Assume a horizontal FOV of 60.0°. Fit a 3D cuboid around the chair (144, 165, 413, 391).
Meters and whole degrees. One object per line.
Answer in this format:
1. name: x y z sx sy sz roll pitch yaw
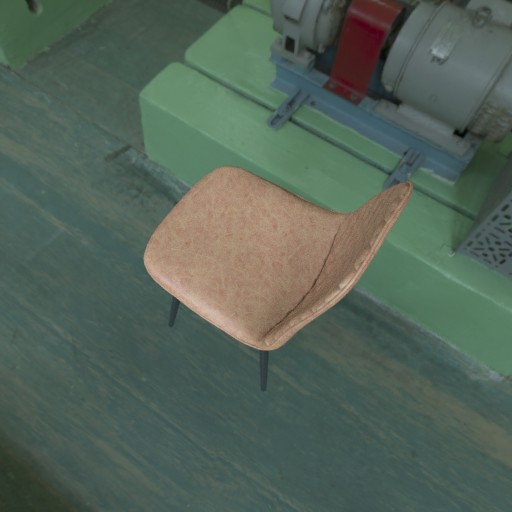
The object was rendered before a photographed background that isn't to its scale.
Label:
1. chair: 0.000 0.000 1.228 0.561 0.889 0.472 31 69 14
